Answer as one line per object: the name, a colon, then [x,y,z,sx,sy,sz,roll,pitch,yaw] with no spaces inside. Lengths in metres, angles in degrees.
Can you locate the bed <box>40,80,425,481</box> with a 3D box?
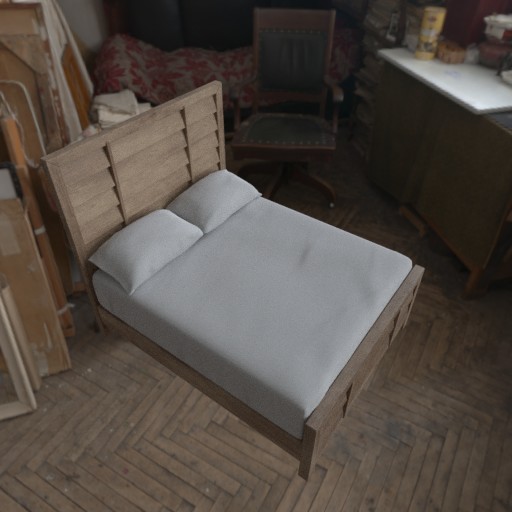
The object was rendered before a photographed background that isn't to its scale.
bed: [0.000,0.000,3.208,2.017,1.631,1.615,26,47,27]
